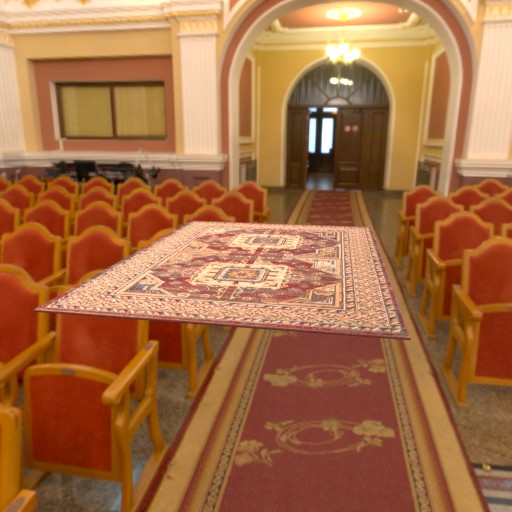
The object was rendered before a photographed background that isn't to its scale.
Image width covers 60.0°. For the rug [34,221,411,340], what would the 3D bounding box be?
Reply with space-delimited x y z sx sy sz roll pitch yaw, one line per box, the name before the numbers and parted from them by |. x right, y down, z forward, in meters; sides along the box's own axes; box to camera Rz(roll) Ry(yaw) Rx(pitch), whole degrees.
rug | 0.000 0.000 2.873 1.599 0.011 2.210 3 15 10
